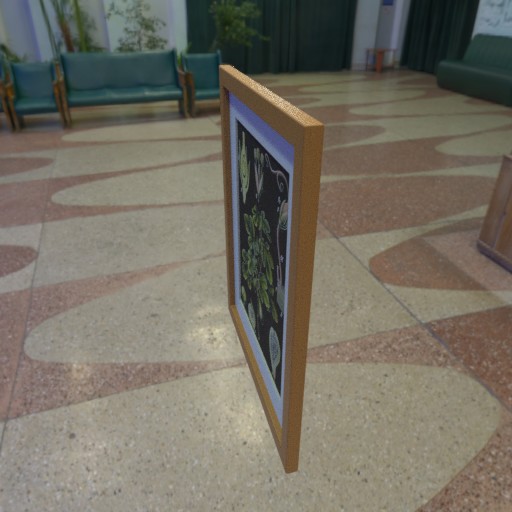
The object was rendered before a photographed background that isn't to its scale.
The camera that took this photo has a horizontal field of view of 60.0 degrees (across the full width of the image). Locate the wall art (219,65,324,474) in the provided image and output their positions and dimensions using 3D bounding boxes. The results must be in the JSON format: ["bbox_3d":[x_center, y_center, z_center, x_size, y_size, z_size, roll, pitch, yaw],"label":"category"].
[{"bbox_3d":[0.000,0.000,0.762,0.022,0.553,0.452,-8,31,-13],"label":"wall art"}]
